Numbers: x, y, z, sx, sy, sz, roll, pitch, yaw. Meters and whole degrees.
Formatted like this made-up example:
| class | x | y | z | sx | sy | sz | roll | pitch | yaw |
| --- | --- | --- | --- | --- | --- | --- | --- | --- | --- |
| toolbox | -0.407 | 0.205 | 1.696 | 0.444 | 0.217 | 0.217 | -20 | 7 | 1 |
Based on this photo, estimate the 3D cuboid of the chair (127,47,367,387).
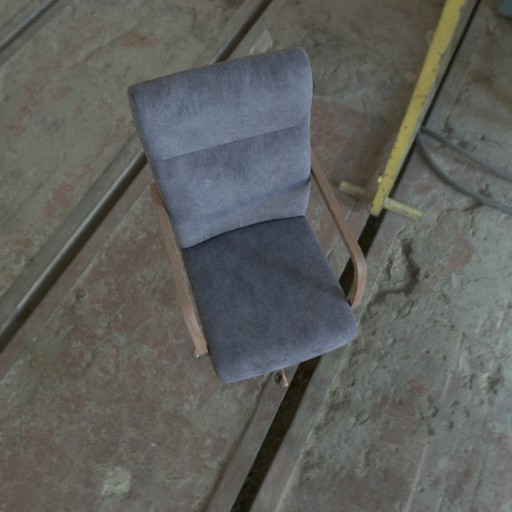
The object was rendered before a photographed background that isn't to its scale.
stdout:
| class | x | y | z | sx | sy | sz | roll | pitch | yaw |
| --- | --- | --- | --- | --- | --- | --- | --- | --- | --- |
| chair | 0.000 | 0.000 | 1.482 | 0.640 | 1.029 | 0.741 | -16 | 65 | -8 |
